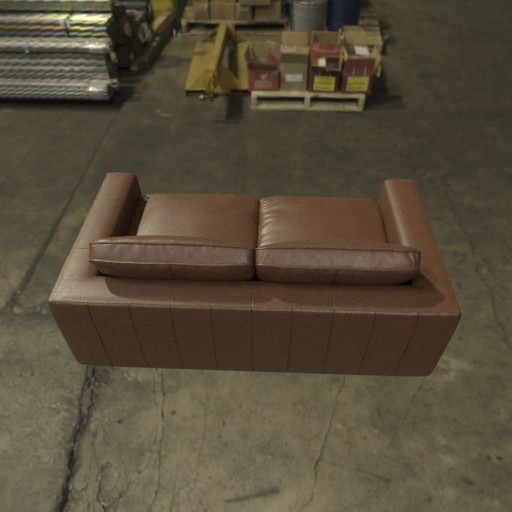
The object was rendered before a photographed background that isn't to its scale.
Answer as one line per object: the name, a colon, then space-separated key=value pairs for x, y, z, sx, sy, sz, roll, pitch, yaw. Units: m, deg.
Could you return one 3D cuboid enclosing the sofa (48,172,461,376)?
sofa: x=0.000 y=0.000 z=2.500 sx=1.920 sy=0.800 sz=1.070 roll=2 pitch=46 yaw=2
